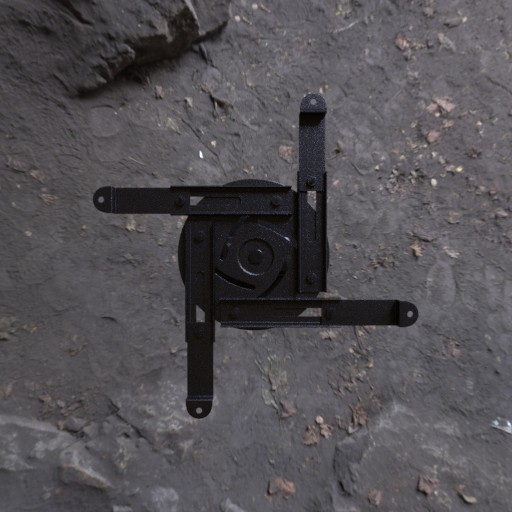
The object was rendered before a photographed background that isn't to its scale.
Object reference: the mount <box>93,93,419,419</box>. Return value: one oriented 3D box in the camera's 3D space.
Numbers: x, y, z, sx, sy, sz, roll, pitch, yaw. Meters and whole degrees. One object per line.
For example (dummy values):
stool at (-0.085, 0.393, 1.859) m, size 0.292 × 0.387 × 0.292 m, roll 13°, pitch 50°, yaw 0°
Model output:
mount at (0.000, 0.000, 0.606) m, size 0.394 × 0.141 × 0.394 m, roll 0°, pitch 91°, yaw 0°
